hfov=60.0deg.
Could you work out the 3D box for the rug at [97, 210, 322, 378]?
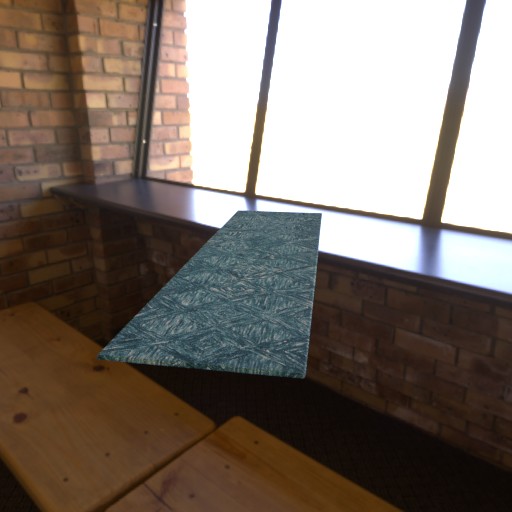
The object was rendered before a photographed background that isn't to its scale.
[{"bbox_3d":[0.000,0.000,2.457,0.676,0.016,2.286,3,18,9],"label":"rug"}]
